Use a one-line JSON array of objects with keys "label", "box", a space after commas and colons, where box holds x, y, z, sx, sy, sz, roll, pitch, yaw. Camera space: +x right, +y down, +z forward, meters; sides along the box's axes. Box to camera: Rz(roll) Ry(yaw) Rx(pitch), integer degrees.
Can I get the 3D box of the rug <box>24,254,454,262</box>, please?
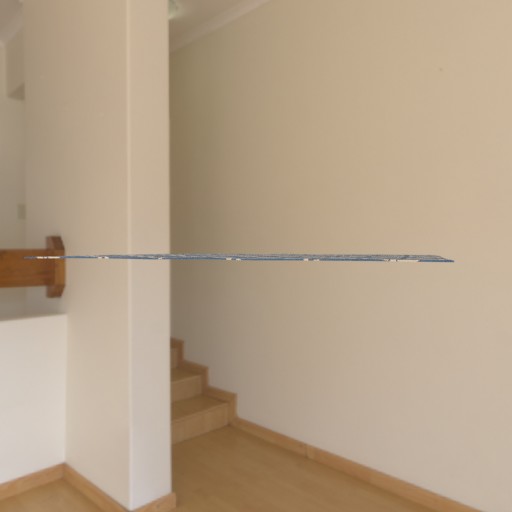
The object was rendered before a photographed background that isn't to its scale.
[{"label": "rug", "box": [0.000, 0.000, 2.741, 2.135, 0.013, 1.524, 0, 1, 19]}]
